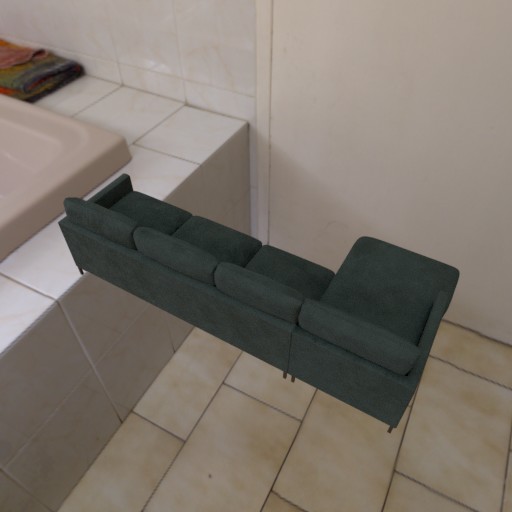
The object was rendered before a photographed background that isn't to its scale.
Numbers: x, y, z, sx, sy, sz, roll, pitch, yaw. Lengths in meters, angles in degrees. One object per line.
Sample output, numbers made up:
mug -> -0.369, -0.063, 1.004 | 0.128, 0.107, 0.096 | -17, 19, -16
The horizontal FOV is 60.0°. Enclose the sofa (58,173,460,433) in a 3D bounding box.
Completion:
sofa -> 0.000, 0.000, 4.131 | 3.400, 0.967, 1.500 | 23, 50, 20
